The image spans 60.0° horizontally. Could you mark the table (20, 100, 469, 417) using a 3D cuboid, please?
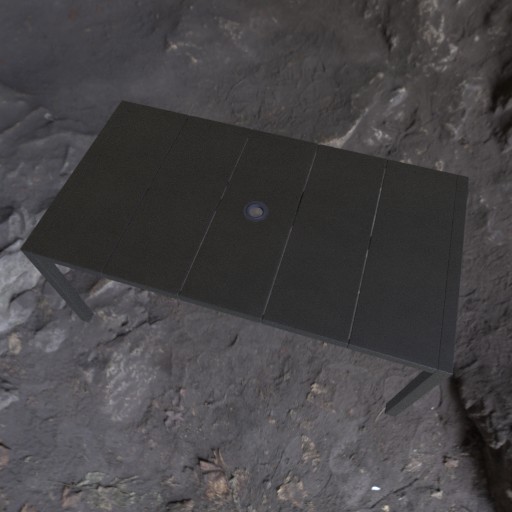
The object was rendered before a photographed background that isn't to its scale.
[{"bbox_3d":[0.000,0.000,2.166,1.680,0.735,0.914,15,60,9],"label":"table"}]
